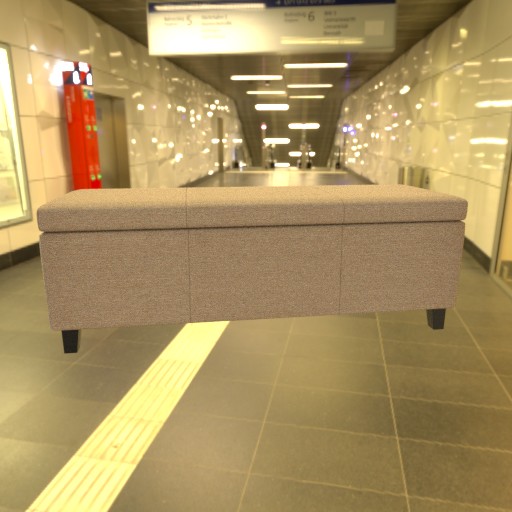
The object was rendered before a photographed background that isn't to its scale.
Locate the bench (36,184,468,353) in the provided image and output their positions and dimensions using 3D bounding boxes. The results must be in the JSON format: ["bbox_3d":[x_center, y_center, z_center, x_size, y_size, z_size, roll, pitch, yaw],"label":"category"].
[{"bbox_3d":[0.000,0.000,1.512,1.269,0.438,0.446,-2,15,-8],"label":"bench"}]
